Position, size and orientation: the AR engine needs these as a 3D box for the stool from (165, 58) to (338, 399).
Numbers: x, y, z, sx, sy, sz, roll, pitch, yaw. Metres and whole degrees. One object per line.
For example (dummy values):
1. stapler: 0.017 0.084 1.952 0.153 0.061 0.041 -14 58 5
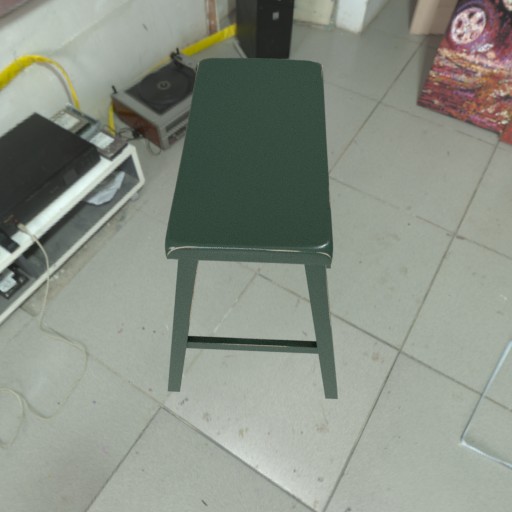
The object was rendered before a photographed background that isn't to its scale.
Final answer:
1. stool: 0.000 0.000 1.052 0.476 0.737 0.457 2 58 1
